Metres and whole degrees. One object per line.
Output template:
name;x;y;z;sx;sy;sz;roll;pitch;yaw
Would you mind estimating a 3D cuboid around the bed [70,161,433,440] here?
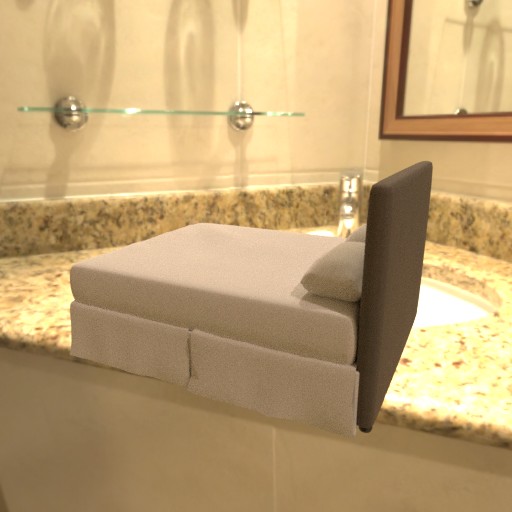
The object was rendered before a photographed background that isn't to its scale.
bed;0.000;0.000;3.219;2.142;1.330;1.723;8;18;26
